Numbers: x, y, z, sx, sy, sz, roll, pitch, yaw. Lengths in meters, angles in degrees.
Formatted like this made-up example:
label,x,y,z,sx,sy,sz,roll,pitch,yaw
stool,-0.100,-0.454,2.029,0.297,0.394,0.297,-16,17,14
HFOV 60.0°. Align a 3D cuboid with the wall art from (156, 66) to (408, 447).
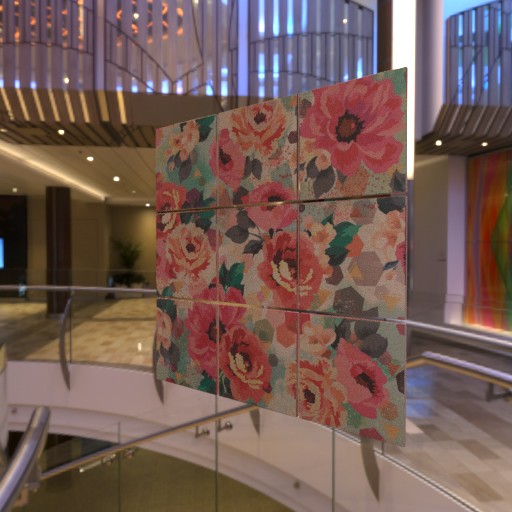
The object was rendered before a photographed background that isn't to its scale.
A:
label,x,y,z,sx,sy,sz,roll,pitch,yaw
wall art,0.000,0.000,1.342,0.911,0.910,0.012,1,1,38
